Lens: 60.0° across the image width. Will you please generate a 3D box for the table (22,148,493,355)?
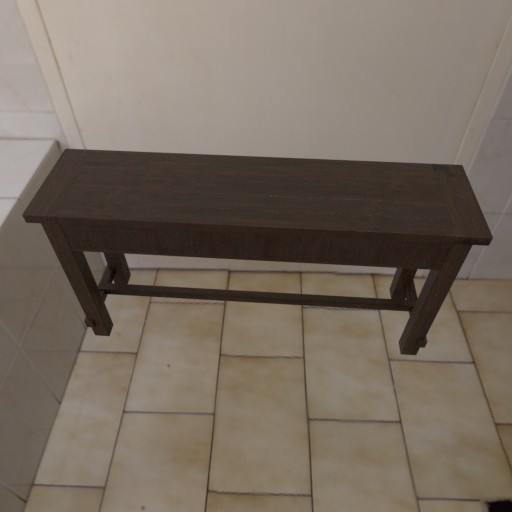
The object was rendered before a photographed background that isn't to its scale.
[{"bbox_3d":[0.000,0.000,1.923,1.599,0.762,0.442,3,47,3],"label":"table"}]
